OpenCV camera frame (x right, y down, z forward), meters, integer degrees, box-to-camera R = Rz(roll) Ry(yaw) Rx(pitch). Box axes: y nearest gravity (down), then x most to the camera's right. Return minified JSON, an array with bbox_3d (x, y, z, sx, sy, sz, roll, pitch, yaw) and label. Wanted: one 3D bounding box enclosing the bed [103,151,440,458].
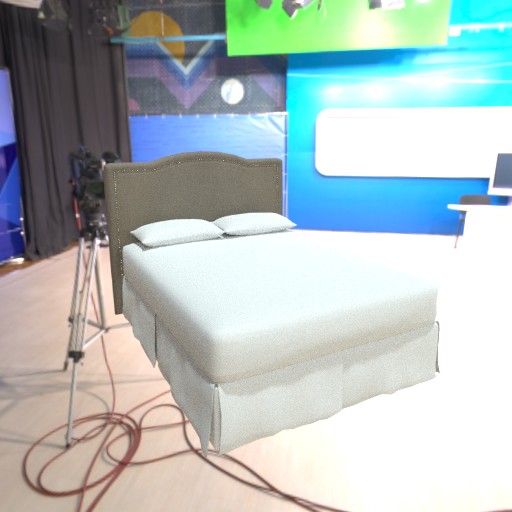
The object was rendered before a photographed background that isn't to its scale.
[{"bbox_3d":[0.000,0.000,3.288,1.744,1.441,2.128,-8,18,-27],"label":"bed"}]
